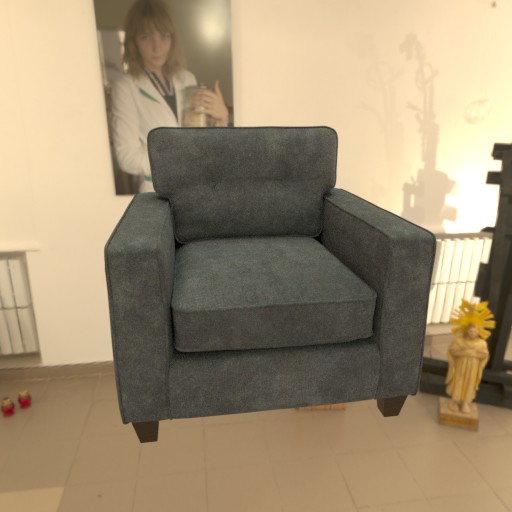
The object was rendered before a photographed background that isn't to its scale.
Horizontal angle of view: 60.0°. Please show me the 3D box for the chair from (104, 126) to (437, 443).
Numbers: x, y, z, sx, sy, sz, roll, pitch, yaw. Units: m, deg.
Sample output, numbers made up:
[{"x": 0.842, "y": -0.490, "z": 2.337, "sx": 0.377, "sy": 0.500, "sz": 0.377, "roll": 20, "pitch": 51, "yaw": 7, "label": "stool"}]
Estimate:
[{"x": 0.000, "y": 0.000, "z": 1.745, "sx": 1.015, "sy": 0.965, "sz": 0.939, "roll": -3, "pitch": 18, "yaw": -8, "label": "chair"}]
